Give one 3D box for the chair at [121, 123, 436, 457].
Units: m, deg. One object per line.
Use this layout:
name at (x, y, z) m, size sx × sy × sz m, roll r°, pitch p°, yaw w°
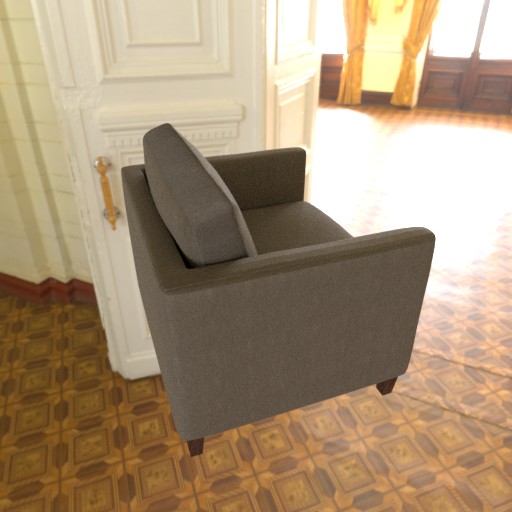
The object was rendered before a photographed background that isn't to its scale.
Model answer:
chair at (0.000, 0.000, 1.888) m, size 0.959 × 0.963 × 1.107 m, roll -11°, pitch 32°, yaw -18°
